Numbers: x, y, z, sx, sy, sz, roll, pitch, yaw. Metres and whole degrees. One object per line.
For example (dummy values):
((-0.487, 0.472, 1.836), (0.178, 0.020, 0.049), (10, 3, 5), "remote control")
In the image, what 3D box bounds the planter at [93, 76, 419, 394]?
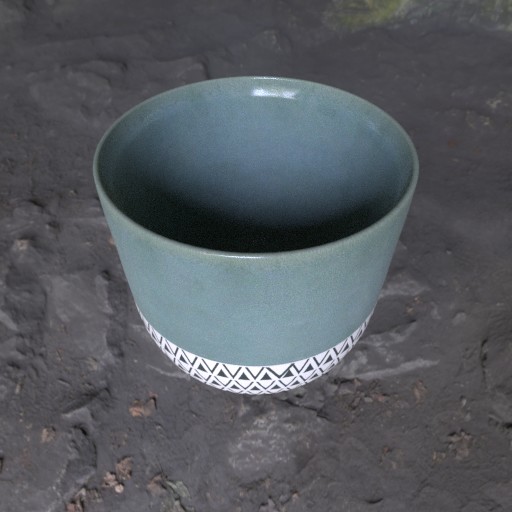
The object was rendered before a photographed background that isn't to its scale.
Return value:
((0.000, 0.000, 0.468), (0.266, 0.270, 0.266), (0, 46, 0), "planter")
